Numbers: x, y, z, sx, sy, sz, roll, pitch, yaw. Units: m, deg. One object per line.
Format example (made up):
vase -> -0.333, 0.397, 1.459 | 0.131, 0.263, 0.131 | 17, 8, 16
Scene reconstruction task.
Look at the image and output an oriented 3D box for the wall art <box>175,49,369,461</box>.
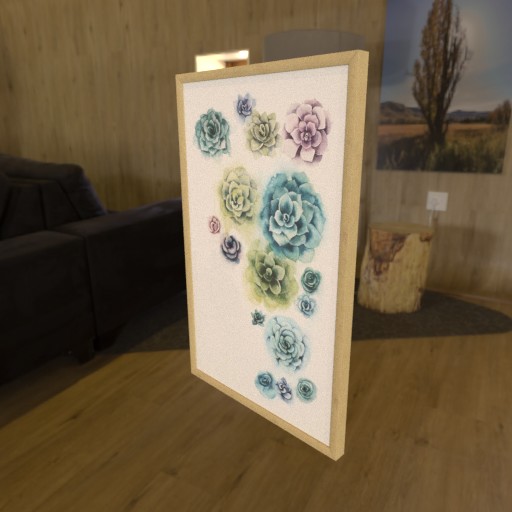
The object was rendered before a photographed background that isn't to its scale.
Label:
wall art -> 0.000, 0.000, 1.018 | 0.510, 0.810, 0.039 | 15, 22, 43
